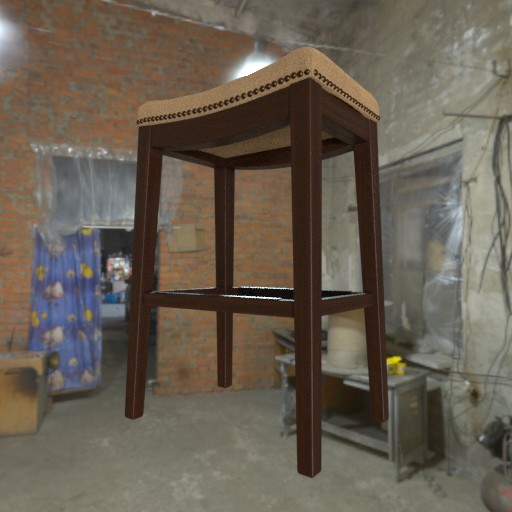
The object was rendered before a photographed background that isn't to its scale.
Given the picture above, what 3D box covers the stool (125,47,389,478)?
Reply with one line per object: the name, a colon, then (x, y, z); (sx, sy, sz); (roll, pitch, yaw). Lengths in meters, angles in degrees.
stool: (0.000, 0.000, 1.053); (0.509, 0.768, 0.363); (-1, -2, 37)
